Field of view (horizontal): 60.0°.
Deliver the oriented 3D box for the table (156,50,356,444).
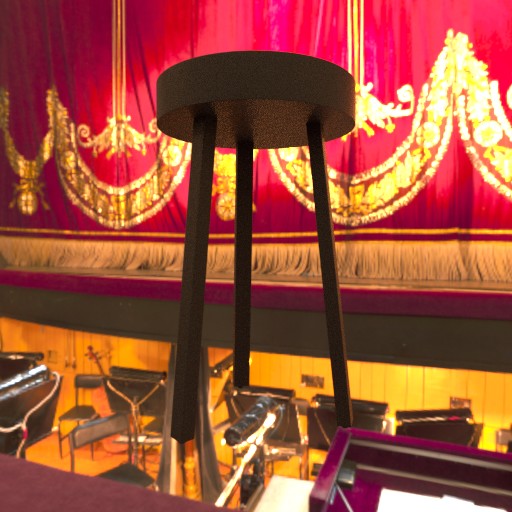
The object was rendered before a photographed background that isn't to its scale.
[{"bbox_3d":[0.000,0.000,0.937,0.406,0.686,0.406,1,2,19],"label":"table"}]
